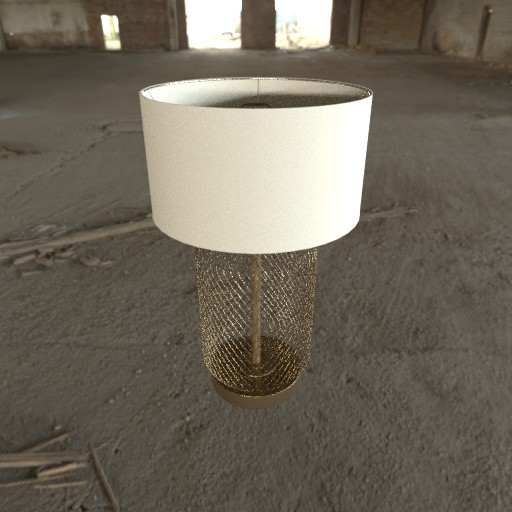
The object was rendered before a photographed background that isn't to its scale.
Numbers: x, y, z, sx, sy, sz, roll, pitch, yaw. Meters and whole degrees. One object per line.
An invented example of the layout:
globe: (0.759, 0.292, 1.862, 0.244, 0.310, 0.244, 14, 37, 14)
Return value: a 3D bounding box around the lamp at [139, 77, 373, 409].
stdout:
lamp: (0.000, 0.000, 0.816, 0.353, 0.578, 0.353, 0, 28, 0)
